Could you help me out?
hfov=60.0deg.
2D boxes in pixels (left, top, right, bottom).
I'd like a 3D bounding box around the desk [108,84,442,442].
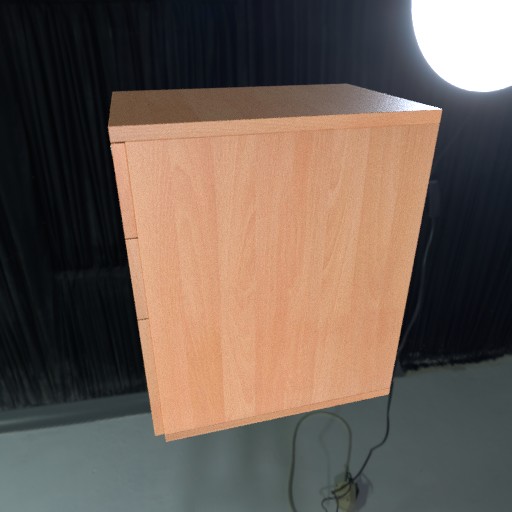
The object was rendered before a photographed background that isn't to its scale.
[{"bbox_3d":[0.000,0.000,1.086,0.600,0.730,0.404,-7,29,-13],"label":"desk"}]
